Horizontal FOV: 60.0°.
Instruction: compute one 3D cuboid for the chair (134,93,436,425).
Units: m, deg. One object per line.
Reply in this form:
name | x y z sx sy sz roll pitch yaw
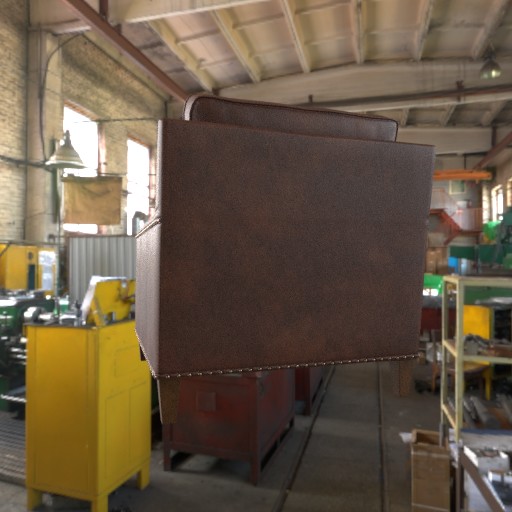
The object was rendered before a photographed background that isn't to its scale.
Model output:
chair | 0.000 0.000 1.705 0.853 0.929 1.014 0 -1 -19
